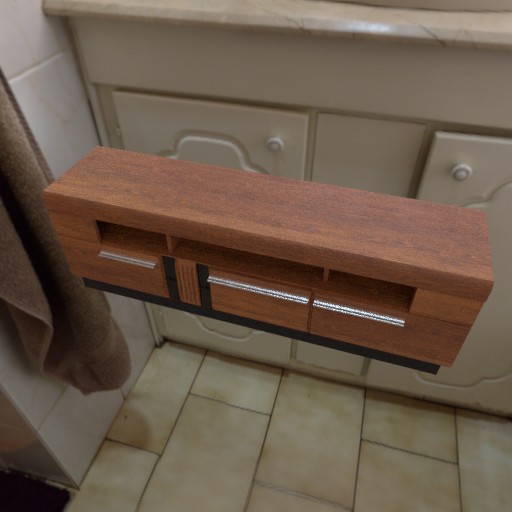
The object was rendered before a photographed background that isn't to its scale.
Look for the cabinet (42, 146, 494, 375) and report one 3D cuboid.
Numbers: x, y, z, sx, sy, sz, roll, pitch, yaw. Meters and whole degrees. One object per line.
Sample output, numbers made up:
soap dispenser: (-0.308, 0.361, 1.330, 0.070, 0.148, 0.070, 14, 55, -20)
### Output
cabinet: (0.000, 0.000, 1.794, 1.600, 0.510, 0.419, 12, 43, 13)
